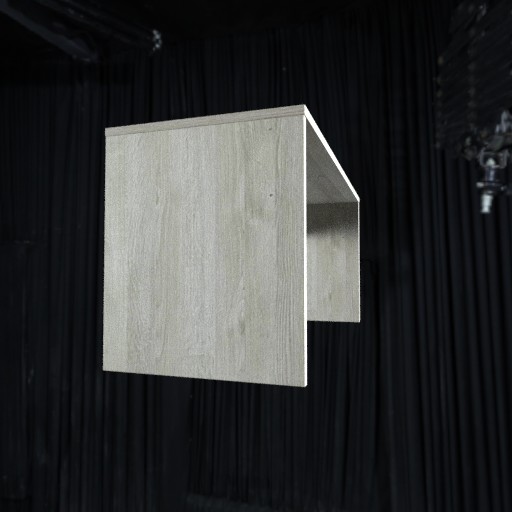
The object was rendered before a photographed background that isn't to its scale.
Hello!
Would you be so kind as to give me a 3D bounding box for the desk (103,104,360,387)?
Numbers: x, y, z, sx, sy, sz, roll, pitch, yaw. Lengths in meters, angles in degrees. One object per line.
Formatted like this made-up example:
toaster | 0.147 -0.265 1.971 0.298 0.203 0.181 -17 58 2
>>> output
desk | 0.000 0.000 2.062 0.802 0.752 1.600 -1 -2 18
